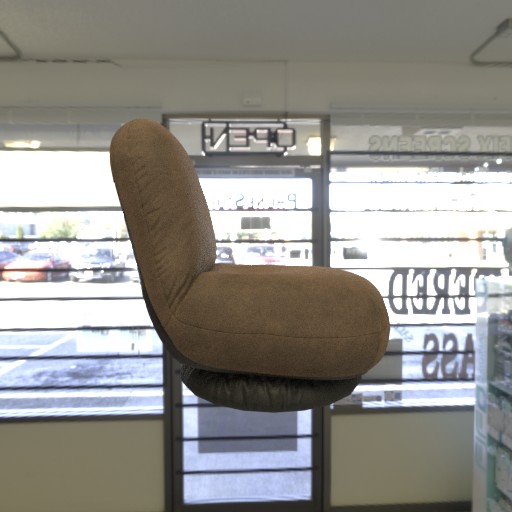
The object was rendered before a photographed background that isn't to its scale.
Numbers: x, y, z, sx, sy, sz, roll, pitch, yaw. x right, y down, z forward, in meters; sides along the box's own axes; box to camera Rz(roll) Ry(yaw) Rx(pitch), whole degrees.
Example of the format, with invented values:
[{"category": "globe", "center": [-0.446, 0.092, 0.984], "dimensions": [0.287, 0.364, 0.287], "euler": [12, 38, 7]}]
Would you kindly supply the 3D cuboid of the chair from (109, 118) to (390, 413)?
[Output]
[{"category": "chair", "center": [0.000, 0.000, 1.042], "dimensions": [0.597, 0.594, 0.521], "euler": [0, 2, 0]}]
